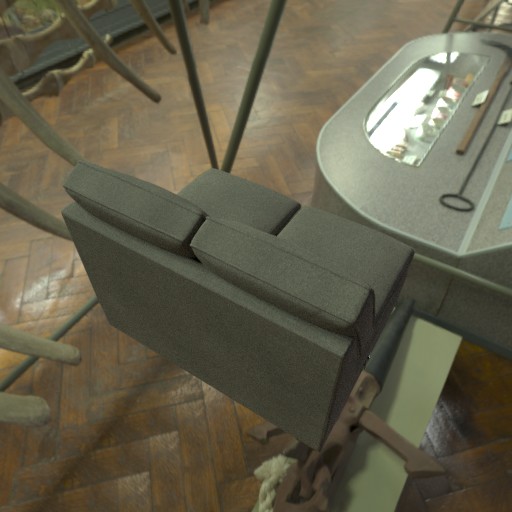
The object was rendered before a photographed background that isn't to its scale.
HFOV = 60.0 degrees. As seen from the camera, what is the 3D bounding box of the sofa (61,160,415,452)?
[{"bbox_3d":[0.000,0.000,2.022,1.237,1.008,0.951,24,51,22],"label":"sofa"}]
